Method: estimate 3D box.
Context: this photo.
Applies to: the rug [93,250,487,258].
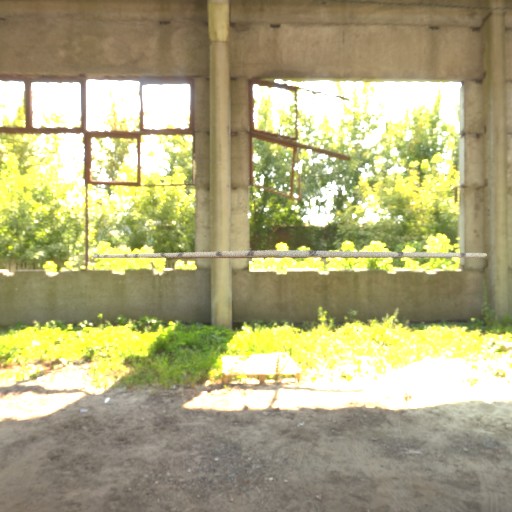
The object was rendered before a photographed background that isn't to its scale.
[{"bbox_3d":[0.000,0.000,2.982,1.501,0.024,2.348,0,0,-36],"label":"rug"}]
